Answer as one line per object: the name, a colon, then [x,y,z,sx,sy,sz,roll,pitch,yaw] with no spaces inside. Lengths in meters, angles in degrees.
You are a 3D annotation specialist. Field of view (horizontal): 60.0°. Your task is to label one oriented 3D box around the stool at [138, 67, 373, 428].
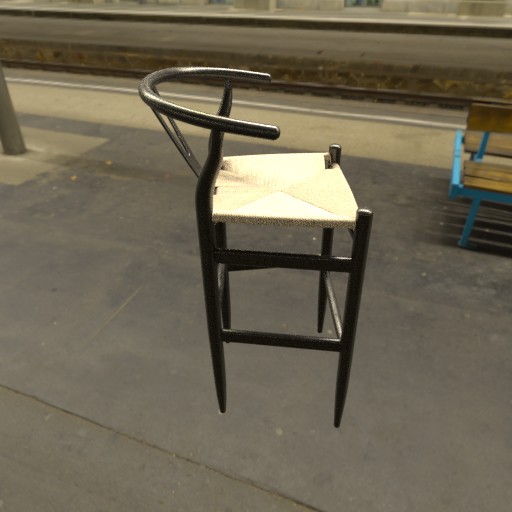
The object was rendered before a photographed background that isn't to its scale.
stool: [0.000,0.000,1.406,0.579,1.072,0.569,0,33,0]
